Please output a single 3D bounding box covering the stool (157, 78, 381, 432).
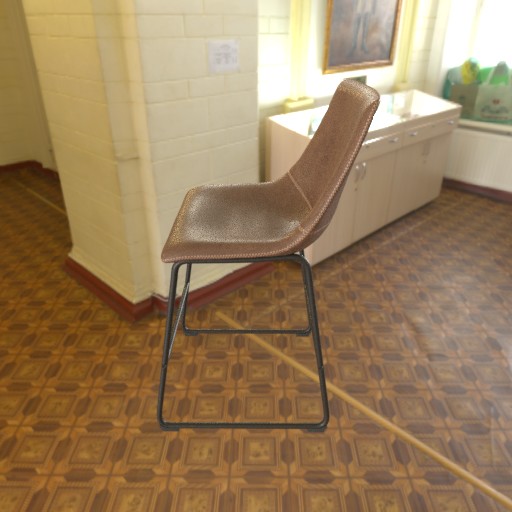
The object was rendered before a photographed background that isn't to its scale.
[{"bbox_3d":[0.000,0.000,1.234,0.550,0.890,0.460,0,28,0],"label":"stool"}]
